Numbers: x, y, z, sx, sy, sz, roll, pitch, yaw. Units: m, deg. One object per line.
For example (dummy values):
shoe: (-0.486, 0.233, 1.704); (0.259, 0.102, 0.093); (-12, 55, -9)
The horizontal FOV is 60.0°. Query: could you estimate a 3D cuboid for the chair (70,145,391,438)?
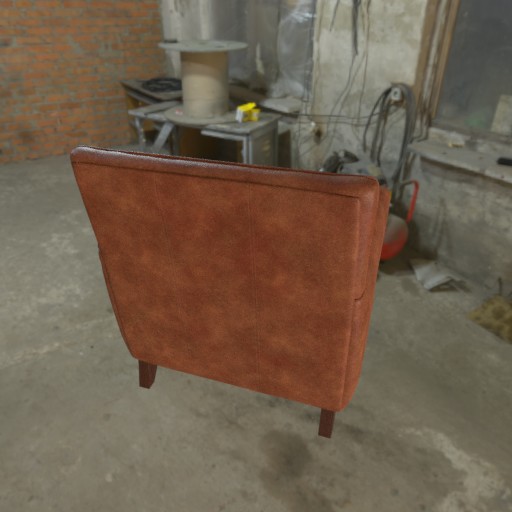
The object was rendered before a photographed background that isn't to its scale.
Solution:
chair: (0.000, 0.000, 1.627); (0.870, 0.943, 0.823); (10, 31, 16)
